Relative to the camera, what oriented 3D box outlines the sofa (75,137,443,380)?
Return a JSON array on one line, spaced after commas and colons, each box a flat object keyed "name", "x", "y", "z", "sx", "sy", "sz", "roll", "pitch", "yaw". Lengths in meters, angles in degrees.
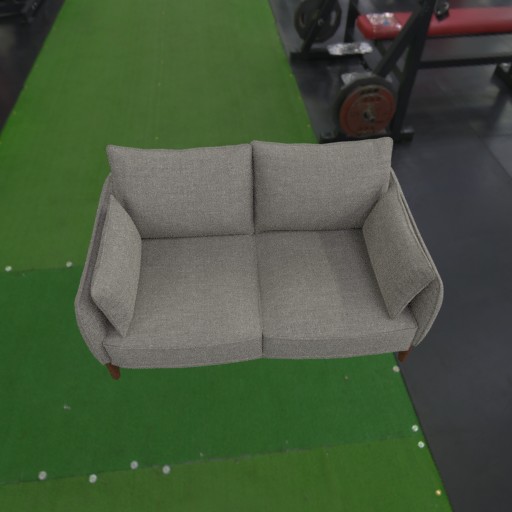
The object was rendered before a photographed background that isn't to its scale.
[{"name": "sofa", "x": 0.000, "y": 0.000, "z": 2.201, "sx": 1.580, "sy": 0.851, "sz": 0.972, "roll": -3, "pitch": 48, "yaw": -3}]
